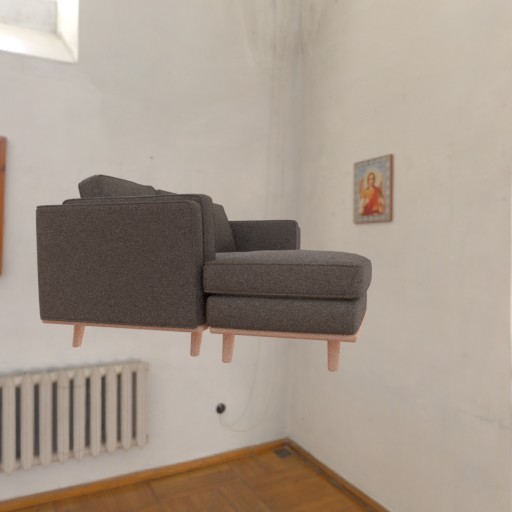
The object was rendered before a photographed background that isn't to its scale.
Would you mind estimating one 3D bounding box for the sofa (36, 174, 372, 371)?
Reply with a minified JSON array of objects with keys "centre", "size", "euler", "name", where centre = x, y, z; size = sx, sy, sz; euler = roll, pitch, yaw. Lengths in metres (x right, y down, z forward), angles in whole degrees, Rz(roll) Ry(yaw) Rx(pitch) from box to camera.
[{"centre":[0.000,0.000,3.088],"size":[1.604,0.929,2.411],"euler":[0,1,17],"name":"sofa"}]
